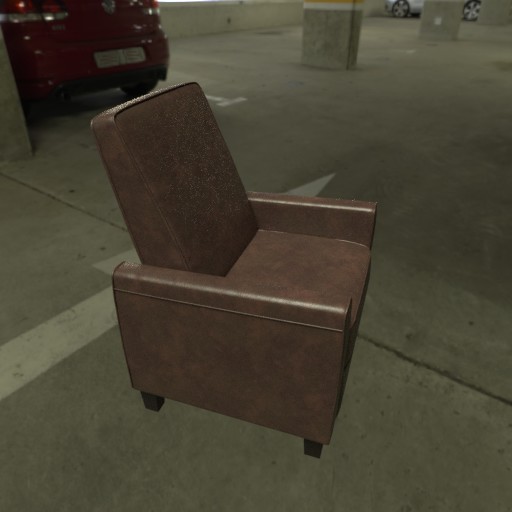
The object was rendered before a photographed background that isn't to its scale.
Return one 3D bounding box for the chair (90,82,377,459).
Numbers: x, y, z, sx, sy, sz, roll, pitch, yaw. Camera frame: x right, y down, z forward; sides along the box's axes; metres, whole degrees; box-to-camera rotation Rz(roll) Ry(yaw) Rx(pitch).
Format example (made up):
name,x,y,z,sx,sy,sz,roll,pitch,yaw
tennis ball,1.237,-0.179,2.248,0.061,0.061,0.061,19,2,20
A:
name,x,y,z,sx,sy,sz,roll,pitch,yaw
chair,0.000,0.000,1.493,0.746,1.013,0.705,10,33,16
